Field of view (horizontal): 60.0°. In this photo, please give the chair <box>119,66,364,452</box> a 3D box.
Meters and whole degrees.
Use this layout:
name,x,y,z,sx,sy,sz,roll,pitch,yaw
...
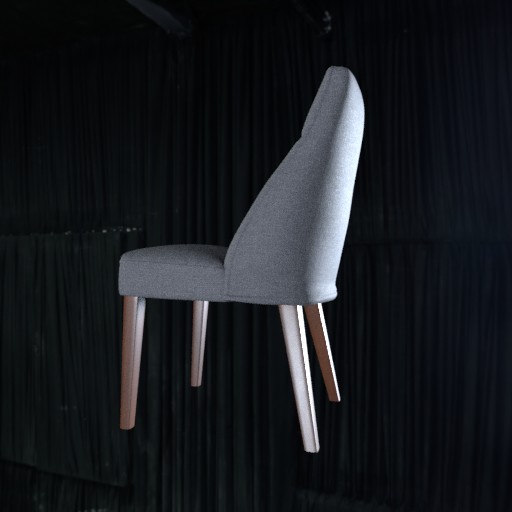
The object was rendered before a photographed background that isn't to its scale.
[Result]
name,x,y,z,sx,sy,sz,roll,pitch,yaw
chair,0.000,0.000,1.310,0.620,0.930,0.500,0,-1,18
